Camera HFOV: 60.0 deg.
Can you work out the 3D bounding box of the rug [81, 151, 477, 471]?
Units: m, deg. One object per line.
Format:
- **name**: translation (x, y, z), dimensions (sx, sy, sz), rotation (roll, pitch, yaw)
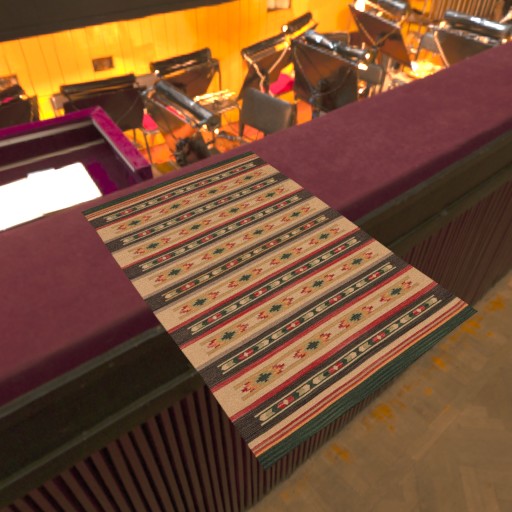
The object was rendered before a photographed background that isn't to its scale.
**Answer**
- **rug**: translation (0.000, 0.000, 2.322), dimensions (1.221, 0.009, 1.825), rotation (-26, 49, -25)
